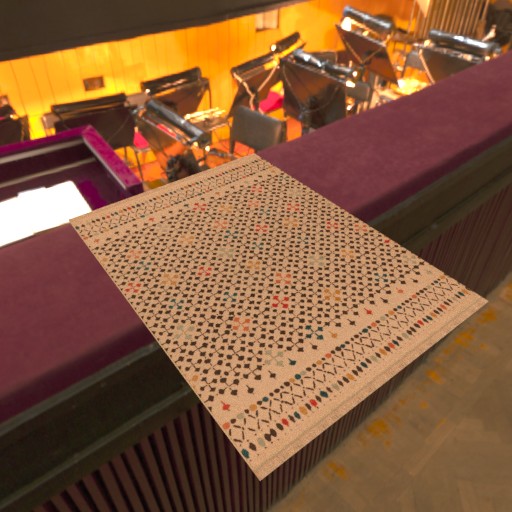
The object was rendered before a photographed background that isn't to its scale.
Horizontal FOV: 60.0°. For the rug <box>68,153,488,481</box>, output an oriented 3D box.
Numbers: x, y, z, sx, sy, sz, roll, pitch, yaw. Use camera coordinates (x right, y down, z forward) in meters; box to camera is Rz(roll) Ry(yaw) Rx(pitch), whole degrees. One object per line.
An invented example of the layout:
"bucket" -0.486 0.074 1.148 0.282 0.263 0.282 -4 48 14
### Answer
"rug" 0.000 0.000 1.974 1.146 0.006 1.556 -26 47 -27
